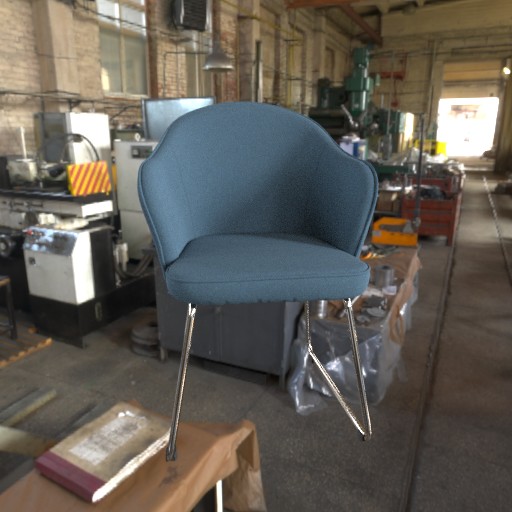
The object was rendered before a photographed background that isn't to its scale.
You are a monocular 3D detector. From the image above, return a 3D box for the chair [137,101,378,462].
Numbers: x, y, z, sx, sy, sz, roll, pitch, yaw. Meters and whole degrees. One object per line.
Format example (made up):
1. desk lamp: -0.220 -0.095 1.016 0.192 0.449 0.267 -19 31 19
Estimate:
1. chair: 0.000 0.000 1.176 0.570 0.815 0.585 -2 15 -8
